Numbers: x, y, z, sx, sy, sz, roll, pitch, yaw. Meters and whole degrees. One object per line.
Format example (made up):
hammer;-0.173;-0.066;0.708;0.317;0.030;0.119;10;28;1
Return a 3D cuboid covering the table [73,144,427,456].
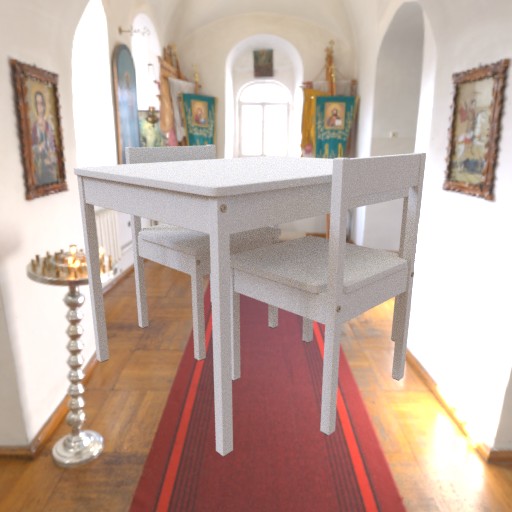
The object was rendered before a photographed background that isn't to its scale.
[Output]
table;0.000;0.000;1.074;0.650;0.503;0.672;-15;22;-43
